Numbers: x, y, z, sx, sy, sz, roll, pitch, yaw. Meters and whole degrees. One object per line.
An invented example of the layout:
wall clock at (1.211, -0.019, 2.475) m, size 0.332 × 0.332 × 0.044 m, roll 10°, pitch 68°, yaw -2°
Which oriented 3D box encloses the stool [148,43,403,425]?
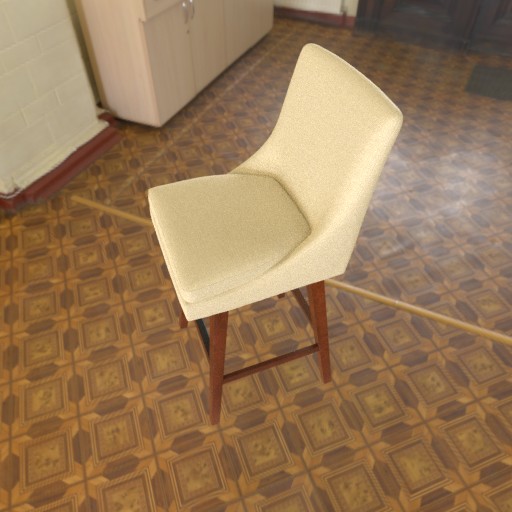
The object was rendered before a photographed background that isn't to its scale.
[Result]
stool at (0.000, 0.000, 1.401) m, size 0.559 × 1.097 × 0.470 m, roll -15°, pitch 48°, yaw -15°
